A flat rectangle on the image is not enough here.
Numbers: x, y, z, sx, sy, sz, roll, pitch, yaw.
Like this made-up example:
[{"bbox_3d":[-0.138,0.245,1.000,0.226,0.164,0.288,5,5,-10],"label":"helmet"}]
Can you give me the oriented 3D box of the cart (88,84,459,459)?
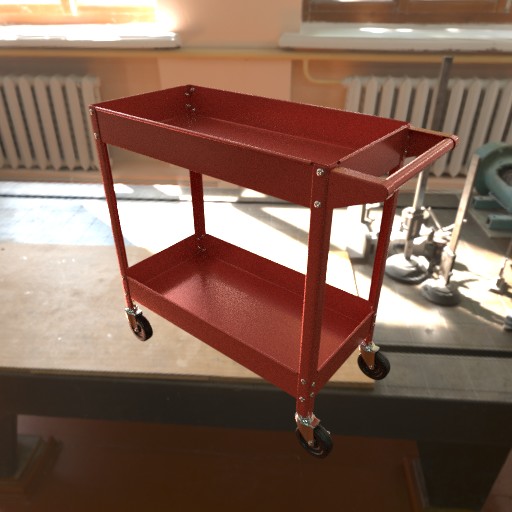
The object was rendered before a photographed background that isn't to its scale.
[{"bbox_3d":[0.000,0.000,1.157,0.779,0.719,0.366,23,38,32],"label":"cart"}]
